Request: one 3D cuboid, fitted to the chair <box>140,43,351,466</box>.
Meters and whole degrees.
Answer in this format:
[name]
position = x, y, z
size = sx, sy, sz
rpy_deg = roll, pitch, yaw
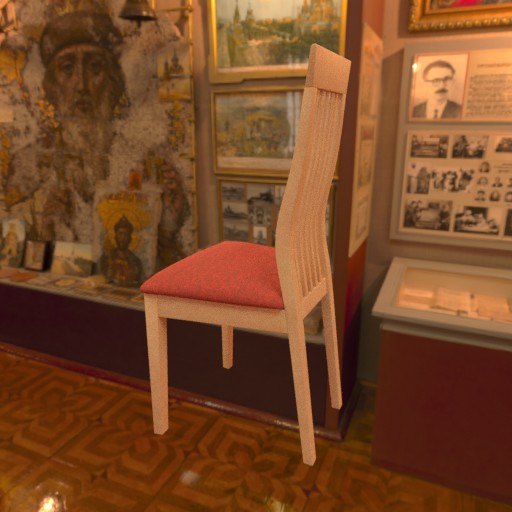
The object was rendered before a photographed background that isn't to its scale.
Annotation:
[chair]
position = 0.000, 0.000, 1.252
size = 0.474, 1.027, 0.460
rpy_deg = 8, 18, 24
